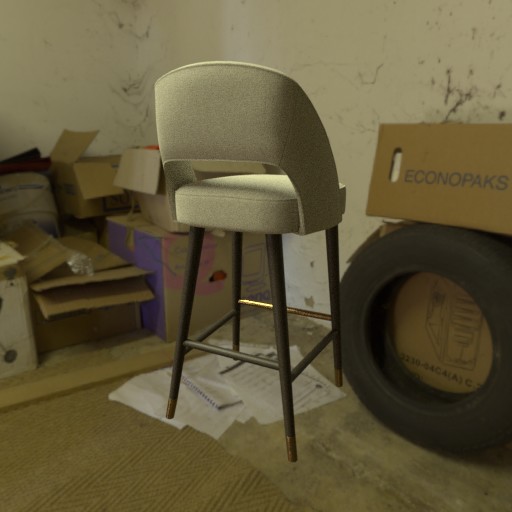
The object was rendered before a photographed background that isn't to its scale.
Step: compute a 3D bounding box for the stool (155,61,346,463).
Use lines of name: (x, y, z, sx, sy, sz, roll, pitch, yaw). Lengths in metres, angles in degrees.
stool: (0.000, 0.000, 1.358, 0.494, 1.037, 0.509, 8, 17, 26)
